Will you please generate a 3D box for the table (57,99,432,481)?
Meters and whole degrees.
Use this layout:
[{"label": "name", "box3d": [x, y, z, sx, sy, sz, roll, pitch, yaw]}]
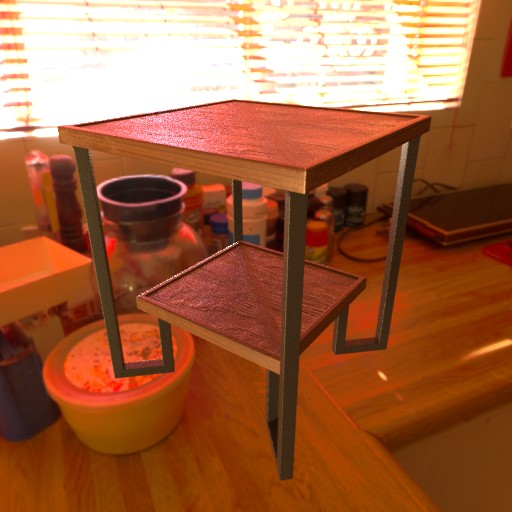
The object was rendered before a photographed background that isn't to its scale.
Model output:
[{"label": "table", "box3d": [0.000, 0.000, 0.953, 0.503, 0.563, 0.503, 17, 31, 32]}]
